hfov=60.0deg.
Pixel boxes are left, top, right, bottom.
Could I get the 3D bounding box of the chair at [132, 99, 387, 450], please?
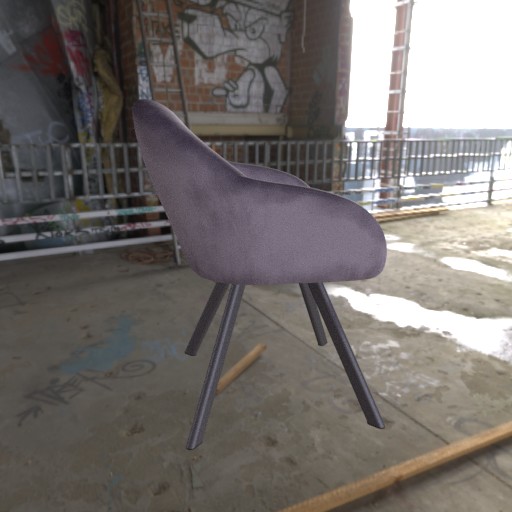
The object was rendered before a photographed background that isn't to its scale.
[{"bbox_3d":[0.000,0.000,1.197,0.590,0.795,0.550,-3,16,-9],"label":"chair"}]
